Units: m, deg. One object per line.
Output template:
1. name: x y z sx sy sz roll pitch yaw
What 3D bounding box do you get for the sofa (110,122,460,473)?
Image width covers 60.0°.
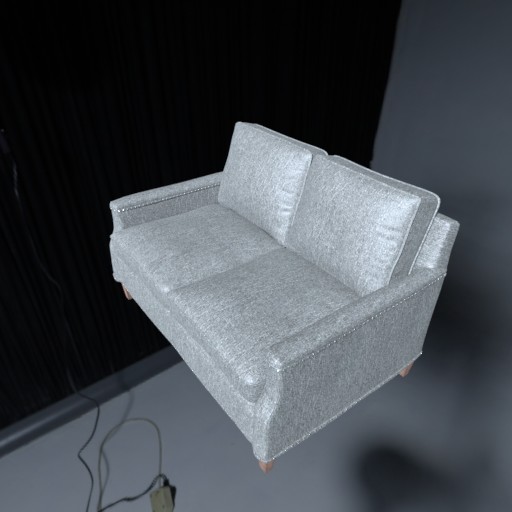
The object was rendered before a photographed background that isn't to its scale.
1. sofa: 0.000 0.000 2.316 1.084 1.003 1.597 -21 38 -30
